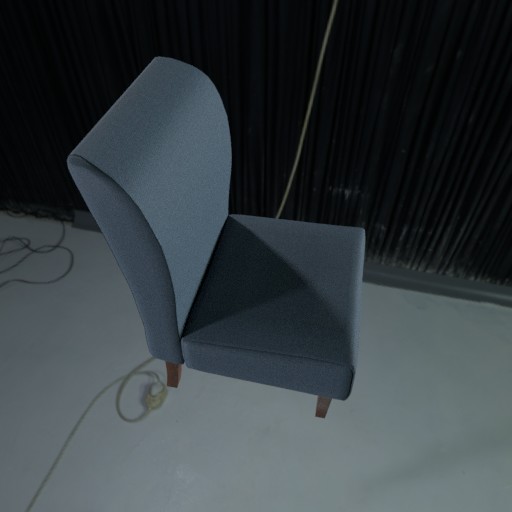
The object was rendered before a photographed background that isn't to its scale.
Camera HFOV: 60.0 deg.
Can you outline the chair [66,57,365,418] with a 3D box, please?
[{"bbox_3d":[0.000,0.000,1.150,0.592,0.804,0.513,8,47,7],"label":"chair"}]
